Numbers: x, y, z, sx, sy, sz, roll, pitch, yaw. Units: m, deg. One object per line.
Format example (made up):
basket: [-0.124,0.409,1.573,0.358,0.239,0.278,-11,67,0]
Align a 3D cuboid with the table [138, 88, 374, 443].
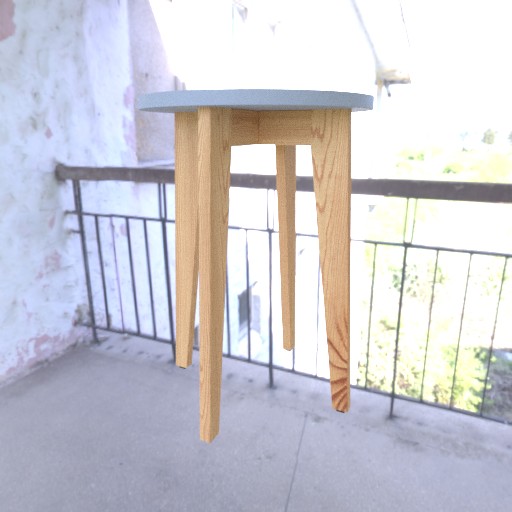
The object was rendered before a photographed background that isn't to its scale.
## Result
table: [0.000,0.000,0.746,0.350,0.500,0.350,0,16,0]
